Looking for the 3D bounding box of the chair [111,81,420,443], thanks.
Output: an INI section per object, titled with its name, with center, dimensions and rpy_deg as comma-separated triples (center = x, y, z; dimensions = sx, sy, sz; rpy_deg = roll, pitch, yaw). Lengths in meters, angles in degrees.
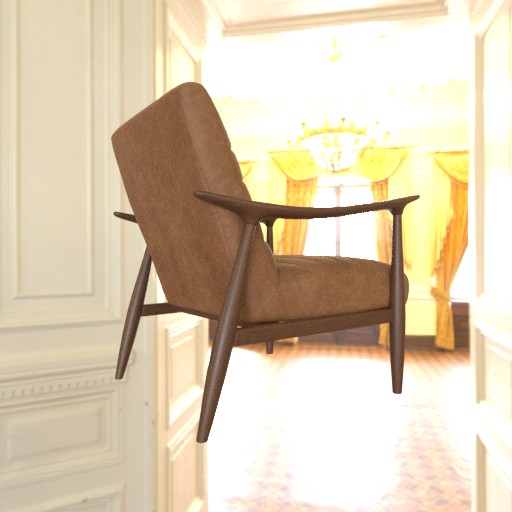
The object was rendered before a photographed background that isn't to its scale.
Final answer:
[chair]
center = 0.000, 0.000, 1.450
dimensions = 0.798, 0.832, 0.741
rpy_deg = 0, 0, -34
